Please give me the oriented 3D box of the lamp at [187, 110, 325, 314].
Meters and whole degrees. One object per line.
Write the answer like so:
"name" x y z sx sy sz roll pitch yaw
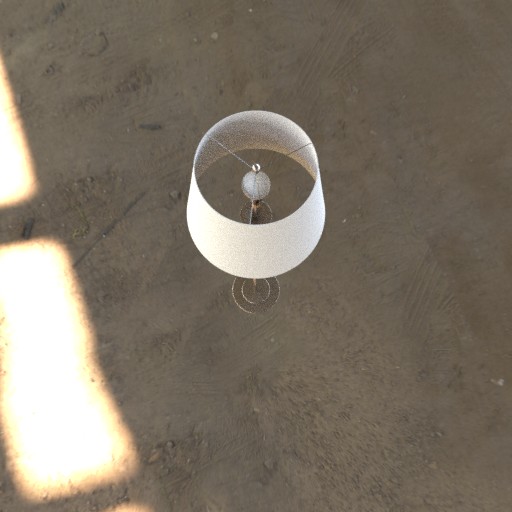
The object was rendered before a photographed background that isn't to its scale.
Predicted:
"lamp" 0.000 0.000 1.603 0.355 1.473 0.355 0 76 0
